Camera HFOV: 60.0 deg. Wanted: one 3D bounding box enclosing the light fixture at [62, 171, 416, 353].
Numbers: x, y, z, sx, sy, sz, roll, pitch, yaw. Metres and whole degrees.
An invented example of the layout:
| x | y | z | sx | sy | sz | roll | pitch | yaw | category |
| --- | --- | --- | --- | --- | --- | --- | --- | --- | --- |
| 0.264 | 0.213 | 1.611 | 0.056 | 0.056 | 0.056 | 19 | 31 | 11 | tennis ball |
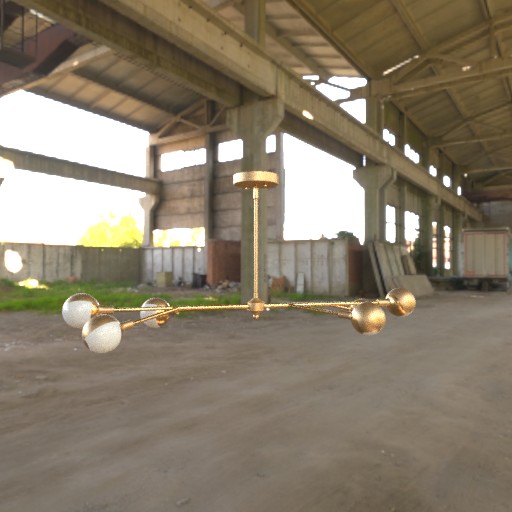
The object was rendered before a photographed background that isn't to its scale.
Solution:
| x | y | z | sx | sy | sz | roll | pitch | yaw | category |
| --- | --- | --- | --- | --- | --- | --- | --- | --- | --- |
| 0.000 | 0.000 | 0.997 | 0.778 | 0.362 | 0.434 | 0 | -1 | 1 | light fixture |
